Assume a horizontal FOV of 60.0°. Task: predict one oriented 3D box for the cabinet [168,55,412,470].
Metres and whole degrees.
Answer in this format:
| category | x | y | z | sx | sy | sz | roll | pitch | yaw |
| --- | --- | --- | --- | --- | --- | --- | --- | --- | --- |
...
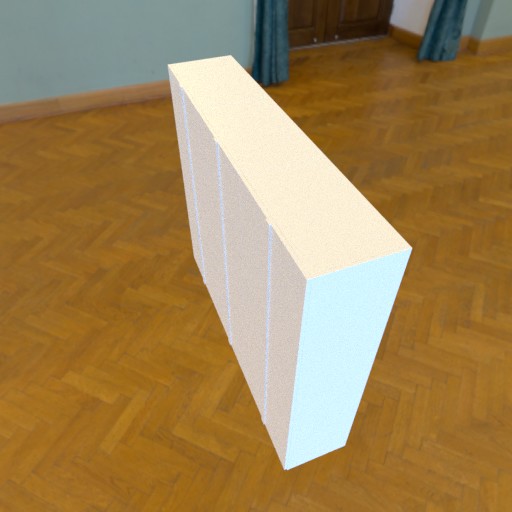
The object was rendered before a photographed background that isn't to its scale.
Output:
| category | x | y | z | sx | sy | sz | roll | pitch | yaw |
| --- | --- | --- | --- | --- | --- | --- | --- | --- | --- |
| cabinet | 0.000 | 0.000 | 3.837 | 0.590 | 2.370 | 2.700 | -16 | 47 | -15 |
